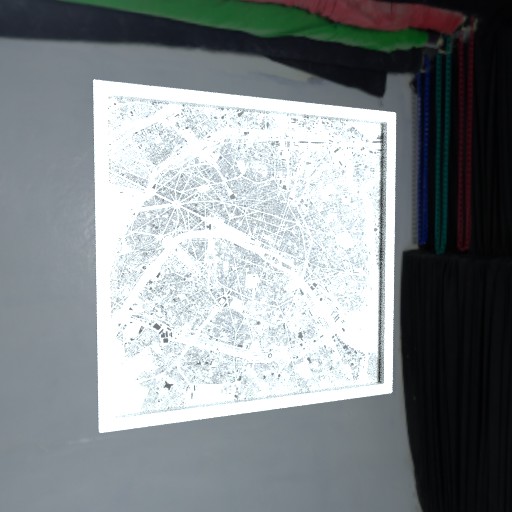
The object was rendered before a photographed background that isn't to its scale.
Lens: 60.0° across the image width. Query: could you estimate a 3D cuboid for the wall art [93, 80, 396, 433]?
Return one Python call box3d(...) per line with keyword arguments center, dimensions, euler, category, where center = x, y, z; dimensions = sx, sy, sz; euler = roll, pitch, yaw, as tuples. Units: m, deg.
box3d(center=(0.000, 0.000, 0.448), dimensions=(0.305, 0.305, 0.038), euler=(-1, 3, -19), category="wall art")
